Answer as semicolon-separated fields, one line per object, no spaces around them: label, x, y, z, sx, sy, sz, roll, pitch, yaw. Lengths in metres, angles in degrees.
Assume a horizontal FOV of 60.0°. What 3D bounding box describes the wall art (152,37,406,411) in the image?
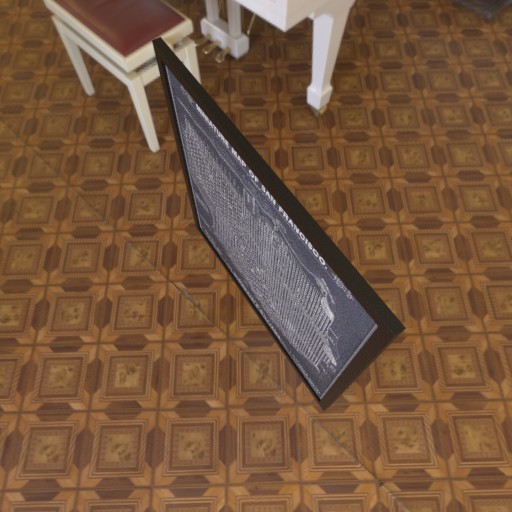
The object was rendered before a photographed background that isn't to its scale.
wall art;0.000;0.000;1.192;0.022;0.807;0.807;-30;67;-14
